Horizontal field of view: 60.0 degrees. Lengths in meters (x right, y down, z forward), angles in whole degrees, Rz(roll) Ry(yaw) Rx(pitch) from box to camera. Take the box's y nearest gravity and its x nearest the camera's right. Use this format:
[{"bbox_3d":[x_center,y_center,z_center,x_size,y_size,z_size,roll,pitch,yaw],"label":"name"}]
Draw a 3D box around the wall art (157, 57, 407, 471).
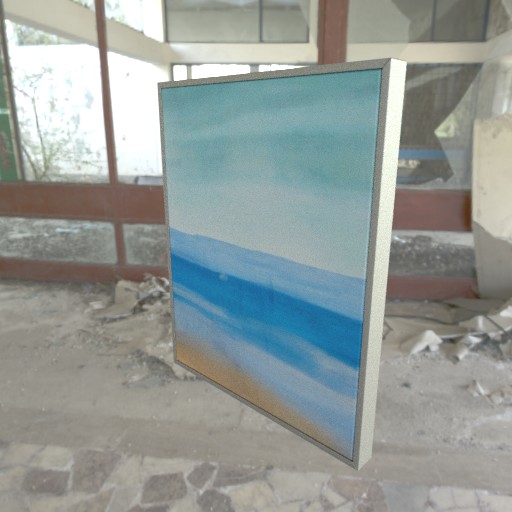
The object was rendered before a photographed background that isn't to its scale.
[{"bbox_3d":[0.000,0.000,0.724,0.445,0.553,0.039,15,22,41],"label":"wall art"}]
